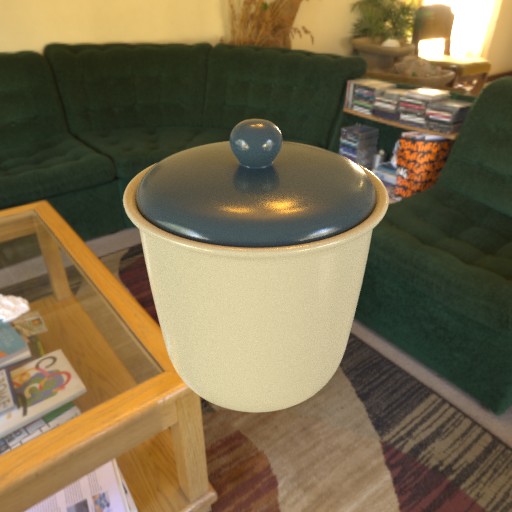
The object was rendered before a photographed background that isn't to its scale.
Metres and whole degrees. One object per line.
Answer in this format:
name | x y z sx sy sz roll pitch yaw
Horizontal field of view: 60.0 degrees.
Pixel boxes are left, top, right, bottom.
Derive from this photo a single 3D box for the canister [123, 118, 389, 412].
canister | 0.000 0.000 0.343 0.182 0.208 0.182 0 32 0
